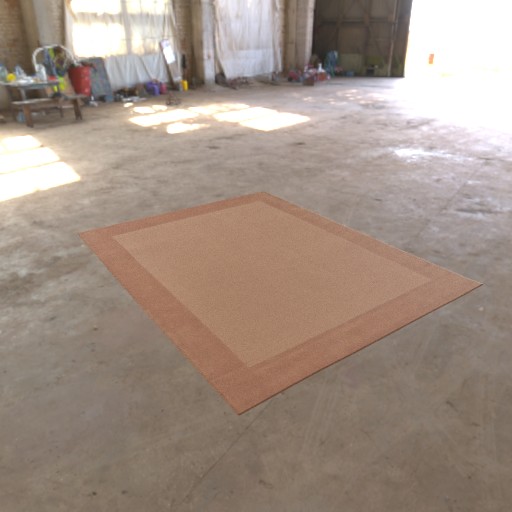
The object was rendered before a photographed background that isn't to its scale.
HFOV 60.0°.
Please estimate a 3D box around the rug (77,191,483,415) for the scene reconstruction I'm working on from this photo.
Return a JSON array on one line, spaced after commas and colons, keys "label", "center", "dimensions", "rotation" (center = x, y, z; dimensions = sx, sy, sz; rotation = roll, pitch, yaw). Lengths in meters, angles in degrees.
[{"label": "rug", "center": [0.000, 0.000, 4.143], "dimensions": [2.431, 0.021, 3.057], "rotation": [-18, 31, -31]}]
